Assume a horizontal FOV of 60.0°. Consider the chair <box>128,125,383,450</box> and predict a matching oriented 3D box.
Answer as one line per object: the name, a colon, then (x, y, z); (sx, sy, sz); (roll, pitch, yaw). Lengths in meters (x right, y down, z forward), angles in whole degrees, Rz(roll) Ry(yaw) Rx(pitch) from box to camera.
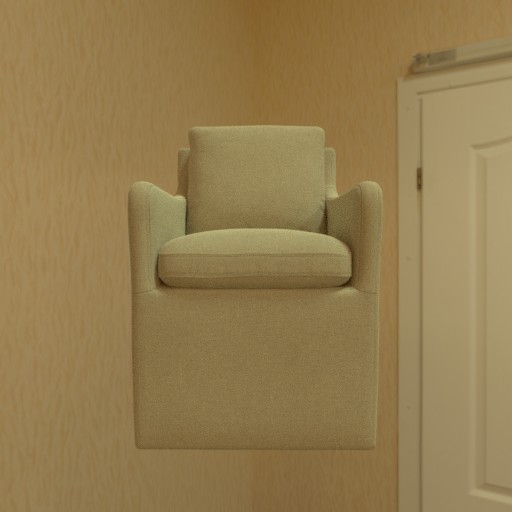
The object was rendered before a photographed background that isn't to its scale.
chair: (0.000, 0.000, 1.359); (0.626, 0.914, 0.694); (0, 0, 0)
